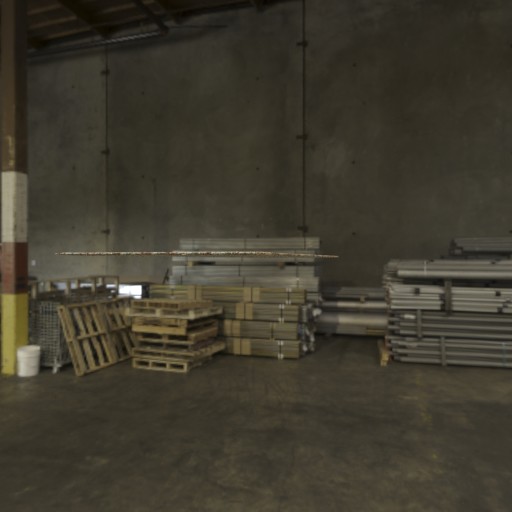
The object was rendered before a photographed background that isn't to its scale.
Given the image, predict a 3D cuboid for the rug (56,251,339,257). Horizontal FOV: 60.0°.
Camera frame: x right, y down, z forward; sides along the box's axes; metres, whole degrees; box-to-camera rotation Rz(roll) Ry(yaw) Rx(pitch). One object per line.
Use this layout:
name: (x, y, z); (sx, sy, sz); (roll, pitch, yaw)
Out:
rug: (0.000, 0.000, 2.799); (0.762, 0.011, 2.664); (0, 0, 17)
